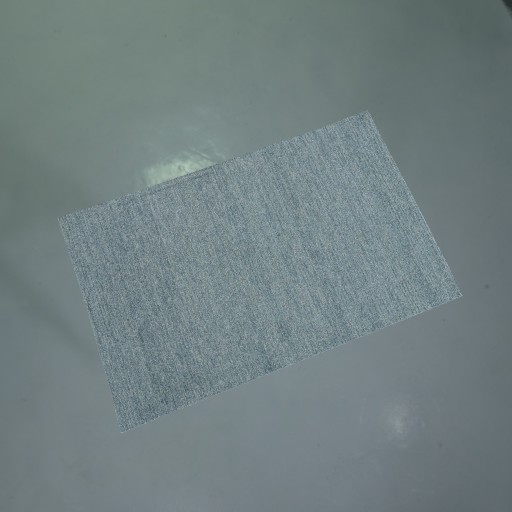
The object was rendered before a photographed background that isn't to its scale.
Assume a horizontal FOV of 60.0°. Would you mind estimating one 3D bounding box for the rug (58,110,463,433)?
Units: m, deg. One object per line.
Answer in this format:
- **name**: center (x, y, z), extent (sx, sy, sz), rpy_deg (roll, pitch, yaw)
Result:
- **rug**: center (0.000, 0.000, 2.344), extent (1.853, 0.022, 1.174), rpy_deg (-20, 76, -5)
